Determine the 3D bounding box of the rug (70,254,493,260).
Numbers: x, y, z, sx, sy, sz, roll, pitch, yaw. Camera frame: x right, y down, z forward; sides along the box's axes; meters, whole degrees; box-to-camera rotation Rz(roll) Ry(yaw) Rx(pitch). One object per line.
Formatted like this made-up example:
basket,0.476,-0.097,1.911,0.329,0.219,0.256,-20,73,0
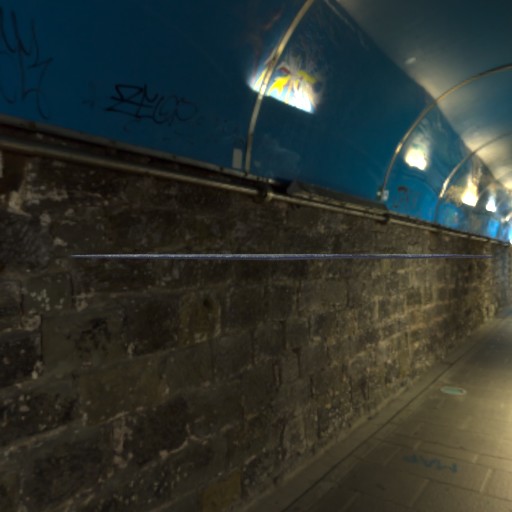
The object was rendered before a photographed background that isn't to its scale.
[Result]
rug,0.000,0.000,4.640,2.716,0.035,3.612,0,0,-39
